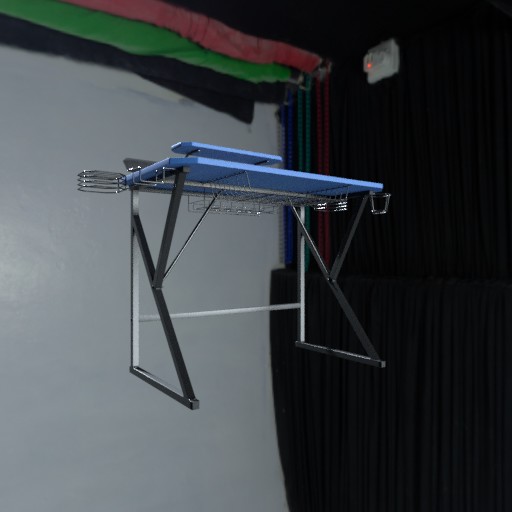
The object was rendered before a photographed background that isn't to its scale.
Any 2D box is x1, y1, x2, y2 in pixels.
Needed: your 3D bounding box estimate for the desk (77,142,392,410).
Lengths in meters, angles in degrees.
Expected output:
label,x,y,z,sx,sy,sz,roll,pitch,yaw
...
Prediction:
label,x,y,z,sx,sy,sz,roll,pitch,yaw
desk,0.000,0.000,1.801,1.295,0.909,0.594,0,0,-36
